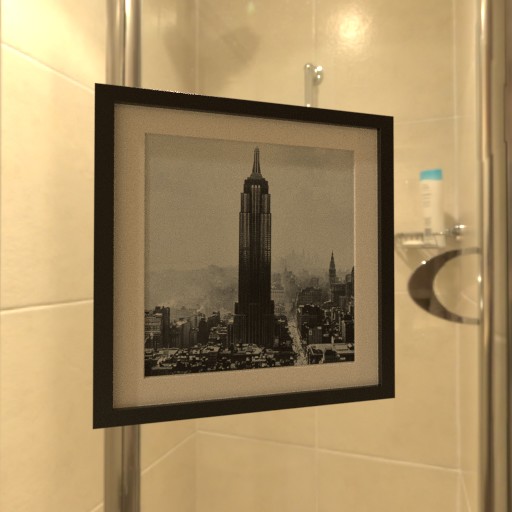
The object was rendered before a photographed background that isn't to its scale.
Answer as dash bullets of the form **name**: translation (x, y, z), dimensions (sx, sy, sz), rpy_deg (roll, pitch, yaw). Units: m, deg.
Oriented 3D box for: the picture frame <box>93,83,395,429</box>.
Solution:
- **picture frame**: translation (0.000, 0.000, 0.517), dimensions (0.355, 0.353, 0.029), rpy_deg (0, -1, -17)
